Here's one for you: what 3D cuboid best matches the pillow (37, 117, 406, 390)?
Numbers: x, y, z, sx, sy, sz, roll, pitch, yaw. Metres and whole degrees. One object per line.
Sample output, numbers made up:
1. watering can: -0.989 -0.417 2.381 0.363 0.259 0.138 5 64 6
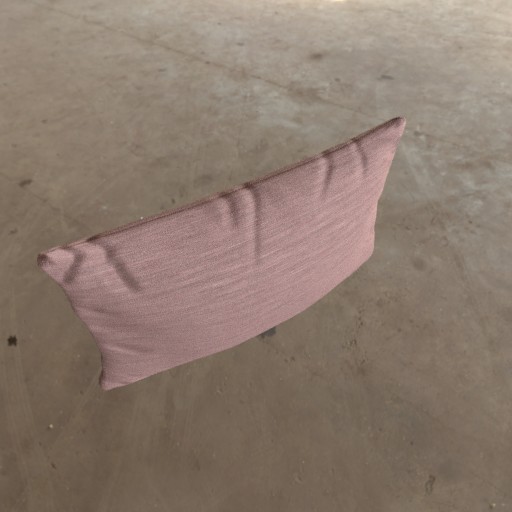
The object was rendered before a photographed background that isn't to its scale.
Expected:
1. pillow: 0.000 0.000 0.771 0.633 0.338 0.210 -25 51 -22
